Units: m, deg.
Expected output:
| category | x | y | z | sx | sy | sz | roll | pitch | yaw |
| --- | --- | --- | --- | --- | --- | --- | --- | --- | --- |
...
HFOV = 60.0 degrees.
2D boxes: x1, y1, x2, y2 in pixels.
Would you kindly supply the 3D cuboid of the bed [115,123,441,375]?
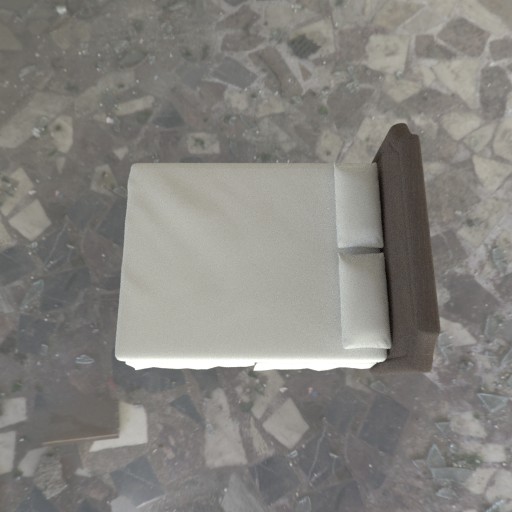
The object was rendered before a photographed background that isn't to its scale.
| category | x | y | z | sx | sy | sz | roll | pitch | yaw |
| --- | --- | --- | --- | --- | --- | --- | --- | --- | --- |
| bed | 0.000 | 0.000 | 3.284 | 2.116 | 1.290 | 1.693 | 0 | 74 | 0 |
